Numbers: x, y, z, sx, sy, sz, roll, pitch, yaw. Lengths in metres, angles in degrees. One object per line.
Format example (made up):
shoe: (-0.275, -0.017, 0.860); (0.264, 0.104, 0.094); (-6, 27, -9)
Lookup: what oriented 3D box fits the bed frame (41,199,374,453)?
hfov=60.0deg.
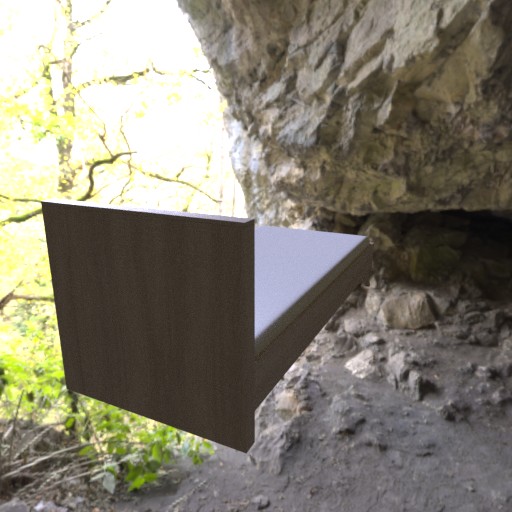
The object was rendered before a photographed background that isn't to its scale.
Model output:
bed frame: (0.000, 0.000, 2.732); (0.990, 0.920, 2.140); (8, 18, 25)
